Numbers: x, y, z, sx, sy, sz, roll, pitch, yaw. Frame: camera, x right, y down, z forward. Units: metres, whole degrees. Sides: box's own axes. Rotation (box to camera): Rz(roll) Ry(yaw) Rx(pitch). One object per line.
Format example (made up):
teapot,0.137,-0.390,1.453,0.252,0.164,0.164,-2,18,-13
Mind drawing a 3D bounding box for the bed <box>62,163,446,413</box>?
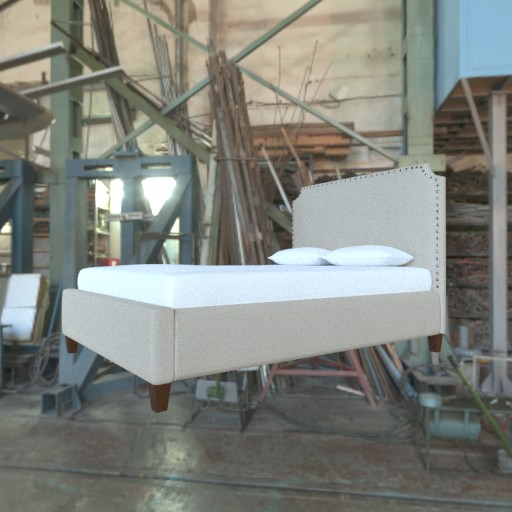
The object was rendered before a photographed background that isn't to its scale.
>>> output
bed,0.000,0.000,3.337,2.372,1.443,1.713,0,-1,-36
